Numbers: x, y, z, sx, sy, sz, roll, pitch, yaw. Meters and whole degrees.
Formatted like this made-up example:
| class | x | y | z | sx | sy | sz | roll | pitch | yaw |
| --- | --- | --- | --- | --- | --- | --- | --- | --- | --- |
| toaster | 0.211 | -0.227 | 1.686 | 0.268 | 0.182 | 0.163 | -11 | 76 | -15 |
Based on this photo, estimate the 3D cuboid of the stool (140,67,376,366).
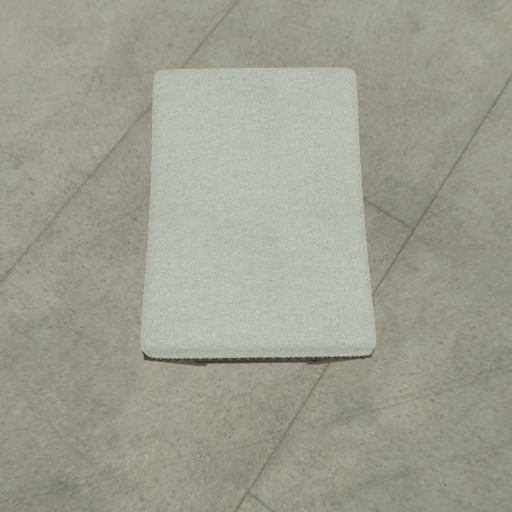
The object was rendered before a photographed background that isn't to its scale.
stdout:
| class | x | y | z | sx | sy | sz | roll | pitch | yaw |
| --- | --- | --- | --- | --- | --- | --- | --- | --- | --- |
| stool | 0.000 | 0.000 | 1.039 | 0.358 | 0.759 | 0.498 | -1 | 76 | 0 |
